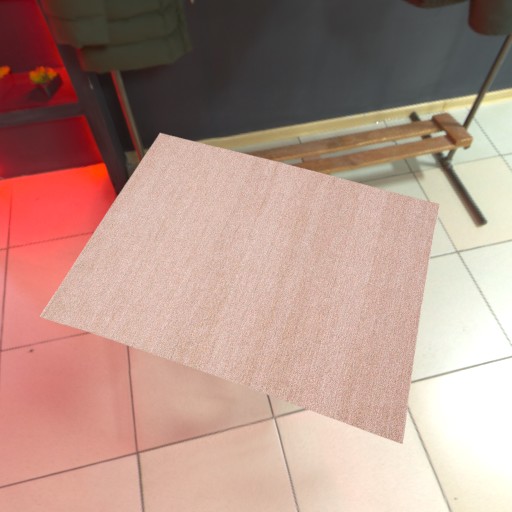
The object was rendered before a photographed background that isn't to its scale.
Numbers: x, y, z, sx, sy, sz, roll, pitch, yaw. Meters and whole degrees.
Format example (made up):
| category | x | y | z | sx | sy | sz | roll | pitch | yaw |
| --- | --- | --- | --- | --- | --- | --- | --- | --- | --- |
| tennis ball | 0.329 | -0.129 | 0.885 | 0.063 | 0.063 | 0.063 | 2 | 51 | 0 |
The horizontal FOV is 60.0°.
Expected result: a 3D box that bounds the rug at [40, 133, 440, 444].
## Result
| category | x | y | z | sx | sy | sz | roll | pitch | yaw |
| --- | --- | --- | --- | --- | --- | --- | --- | --- | --- |
| rug | 0.000 | 0.000 | 4.229 | 3.202 | 0.045 | 2.434 | 17 | 60 | 10 |
